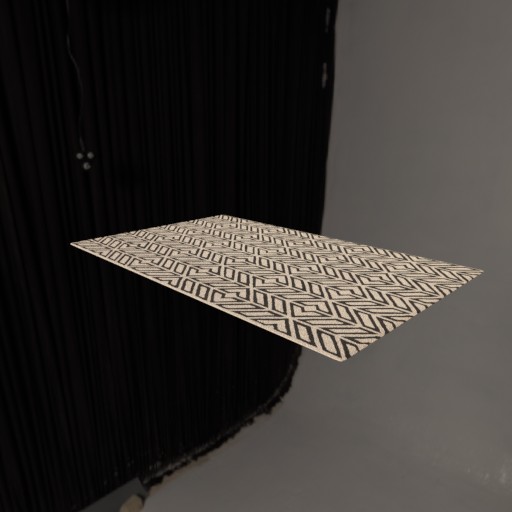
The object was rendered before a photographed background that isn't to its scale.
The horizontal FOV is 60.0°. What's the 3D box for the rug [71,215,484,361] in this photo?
[{"bbox_3d":[0.000,0.000,3.022,2.438,0.008,1.523,16,23,43],"label":"rug"}]
